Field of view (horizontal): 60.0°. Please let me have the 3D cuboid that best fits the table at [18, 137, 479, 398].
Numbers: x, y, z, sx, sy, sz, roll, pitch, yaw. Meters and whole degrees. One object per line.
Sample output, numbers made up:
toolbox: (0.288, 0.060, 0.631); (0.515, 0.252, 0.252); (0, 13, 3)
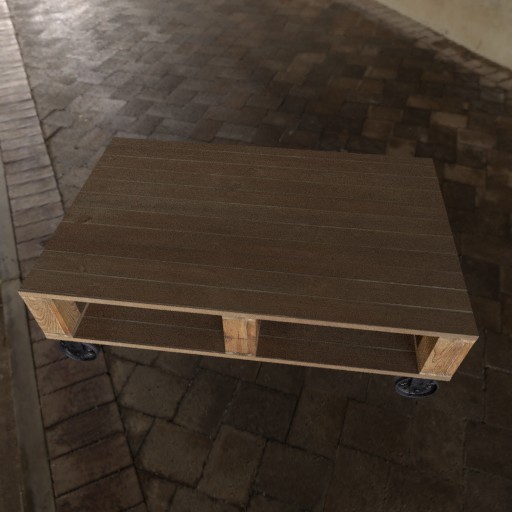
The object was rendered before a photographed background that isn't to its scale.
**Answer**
table: (0.000, 0.000, 1.668); (1.299, 0.413, 0.827); (5, 47, 5)
